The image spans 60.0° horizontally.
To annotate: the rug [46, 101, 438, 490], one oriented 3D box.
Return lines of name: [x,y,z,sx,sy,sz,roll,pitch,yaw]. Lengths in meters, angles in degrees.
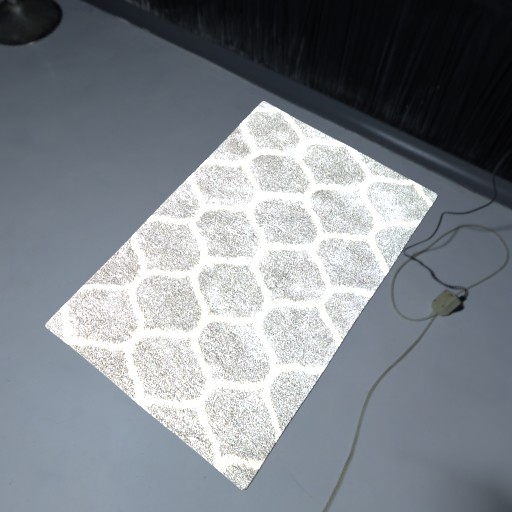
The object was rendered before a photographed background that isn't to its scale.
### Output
rug: [0.000,0.000,3.439,1.801,0.026,2.701,33,68,15]
